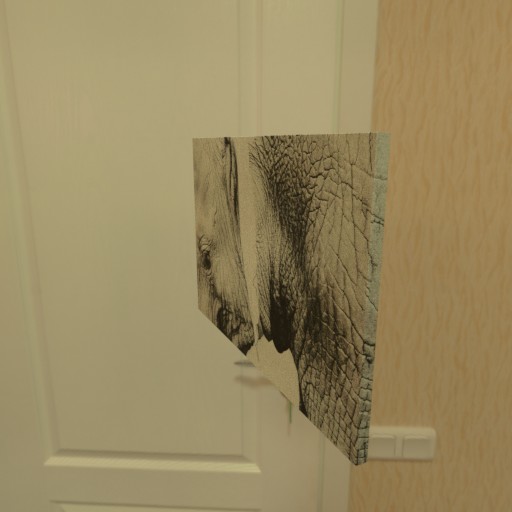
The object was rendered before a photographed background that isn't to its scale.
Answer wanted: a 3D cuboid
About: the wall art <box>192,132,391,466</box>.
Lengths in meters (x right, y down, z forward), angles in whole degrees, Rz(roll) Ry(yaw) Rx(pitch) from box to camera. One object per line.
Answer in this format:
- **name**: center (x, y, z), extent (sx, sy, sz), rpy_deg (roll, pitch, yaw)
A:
- **wall art**: center (0.000, 0.000, 1.454), extent (0.035, 0.758, 1.141), rpy_deg (-7, 16, -25)
